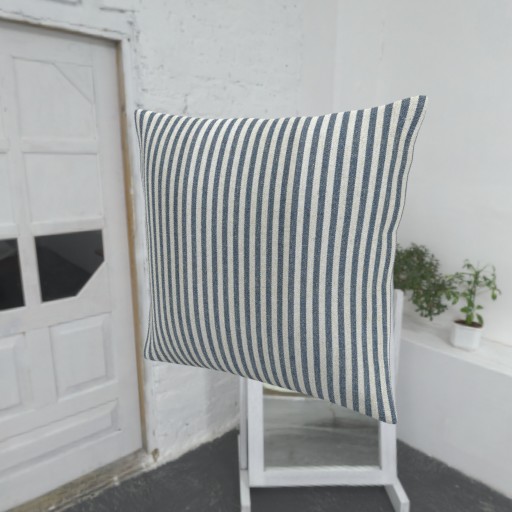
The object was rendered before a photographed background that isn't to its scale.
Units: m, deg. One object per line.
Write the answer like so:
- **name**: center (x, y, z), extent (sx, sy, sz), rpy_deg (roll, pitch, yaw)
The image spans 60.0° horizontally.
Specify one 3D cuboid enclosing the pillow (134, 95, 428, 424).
- **pillow**: center (0.000, 0.000, 0.778), extent (0.523, 0.510, 0.166), rpy_deg (7, 15, 25)
